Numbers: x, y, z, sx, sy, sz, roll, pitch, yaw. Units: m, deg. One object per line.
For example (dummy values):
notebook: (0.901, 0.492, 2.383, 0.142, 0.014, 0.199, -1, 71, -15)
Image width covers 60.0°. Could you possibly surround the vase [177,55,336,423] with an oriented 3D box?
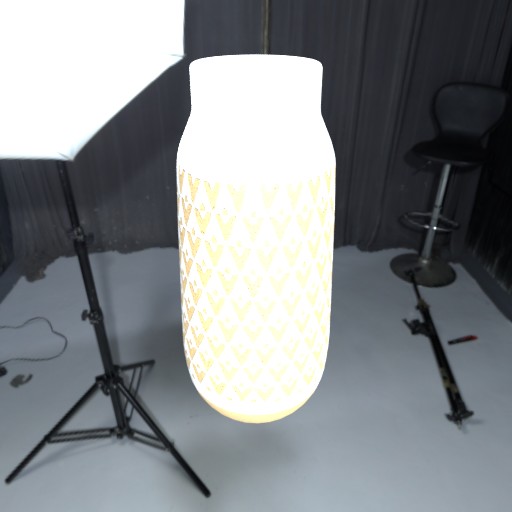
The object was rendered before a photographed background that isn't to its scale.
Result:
vase: (0.000, 0.000, 0.380, 0.137, 0.307, 0.137, 0, 30, 0)
